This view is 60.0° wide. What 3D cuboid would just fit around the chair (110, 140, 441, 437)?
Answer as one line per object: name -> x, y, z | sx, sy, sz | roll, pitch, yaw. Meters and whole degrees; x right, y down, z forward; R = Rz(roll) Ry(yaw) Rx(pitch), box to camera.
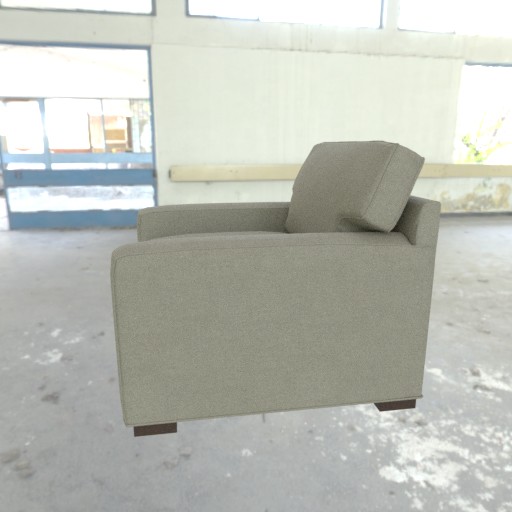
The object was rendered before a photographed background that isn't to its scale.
chair -> 0.000, 0.000, 1.860 | 1.044, 0.934, 0.999 | -2, 14, -9
